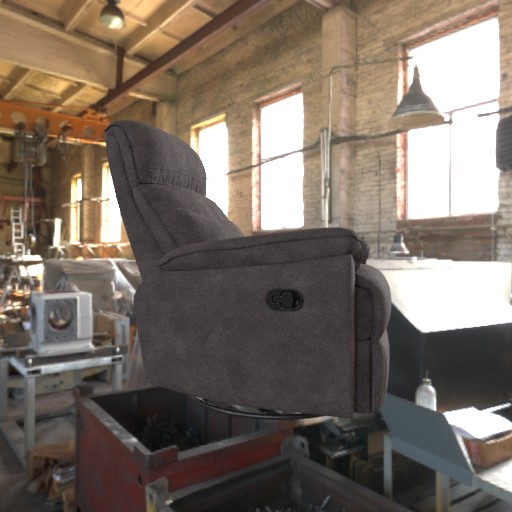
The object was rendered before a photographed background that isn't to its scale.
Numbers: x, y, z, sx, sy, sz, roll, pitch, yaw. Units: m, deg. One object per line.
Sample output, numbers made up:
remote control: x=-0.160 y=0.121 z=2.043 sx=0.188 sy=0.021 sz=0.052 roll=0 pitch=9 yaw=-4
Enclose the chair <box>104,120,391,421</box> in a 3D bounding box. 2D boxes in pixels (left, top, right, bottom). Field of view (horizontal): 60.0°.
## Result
chair: x=0.000 y=0.000 z=1.728 sx=1.009 sy=1.035 sz=0.830 roll=0 pitch=0 yaw=16
